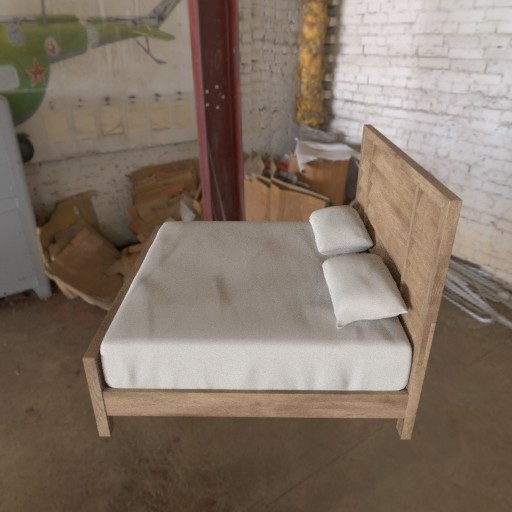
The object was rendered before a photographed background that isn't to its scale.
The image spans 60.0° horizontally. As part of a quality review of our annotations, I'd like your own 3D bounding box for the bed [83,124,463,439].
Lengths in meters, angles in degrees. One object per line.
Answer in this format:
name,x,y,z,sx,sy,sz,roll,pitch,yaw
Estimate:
bed,0.000,0.000,3.421,2.032,1.626,2.032,0,27,1
